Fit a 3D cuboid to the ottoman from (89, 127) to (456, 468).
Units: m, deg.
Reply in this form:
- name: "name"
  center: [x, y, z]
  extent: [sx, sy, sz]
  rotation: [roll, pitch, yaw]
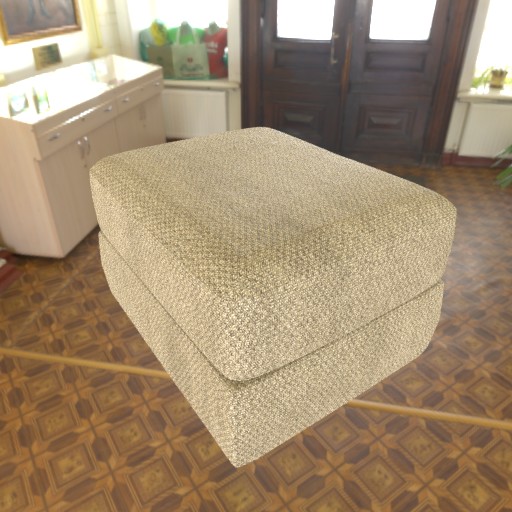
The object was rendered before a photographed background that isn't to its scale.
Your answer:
- name: "ottoman"
  center: [0.000, 0.000, 1.135]
  extent: [0.603, 0.476, 0.751]
  rotation: [-20, 37, -29]
